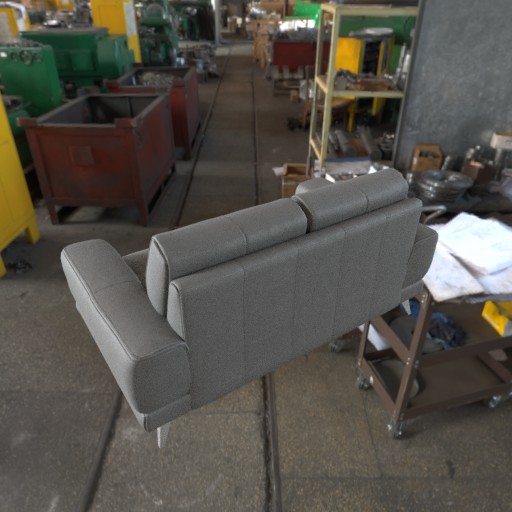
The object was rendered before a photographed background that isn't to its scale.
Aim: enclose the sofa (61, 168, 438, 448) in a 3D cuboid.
[{"bbox_3d":[0.000,0.000,2.392,1.806,0.907,1.018,-19,36,-29],"label":"sofa"}]
